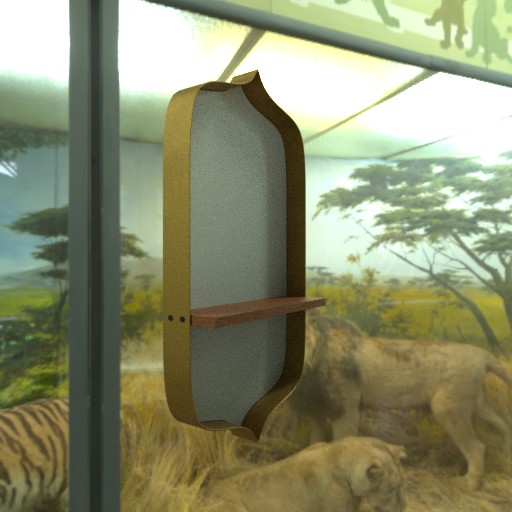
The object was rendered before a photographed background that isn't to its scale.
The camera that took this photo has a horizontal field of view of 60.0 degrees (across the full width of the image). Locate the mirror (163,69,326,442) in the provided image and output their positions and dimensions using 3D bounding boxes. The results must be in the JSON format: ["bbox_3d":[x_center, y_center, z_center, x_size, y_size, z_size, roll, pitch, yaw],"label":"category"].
[{"bbox_3d":[0.000,0.000,0.730,0.096,0.613,0.323,0,0,35],"label":"mirror"}]
